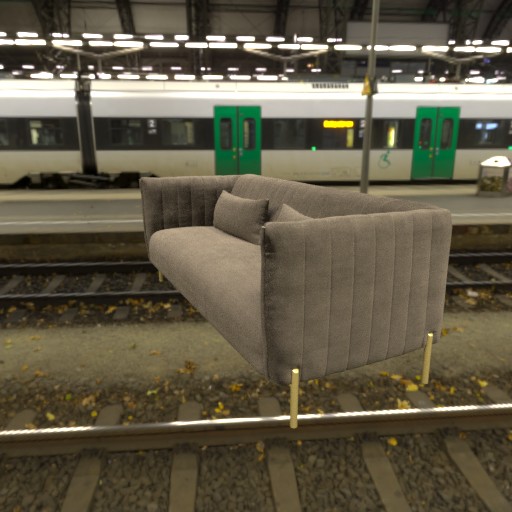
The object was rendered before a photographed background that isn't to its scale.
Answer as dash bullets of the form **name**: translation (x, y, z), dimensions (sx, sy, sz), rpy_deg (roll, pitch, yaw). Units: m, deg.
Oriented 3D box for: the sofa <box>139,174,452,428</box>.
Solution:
- **sofa**: translation (0.000, 0.000, 2.521), dimensions (0.876, 0.780, 1.980), rpy_deg (-7, 17, -25)
